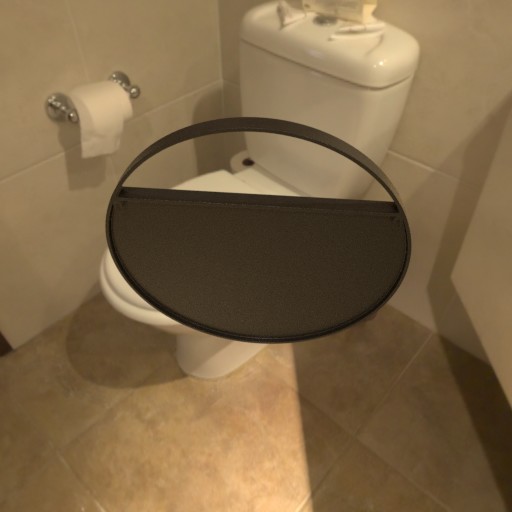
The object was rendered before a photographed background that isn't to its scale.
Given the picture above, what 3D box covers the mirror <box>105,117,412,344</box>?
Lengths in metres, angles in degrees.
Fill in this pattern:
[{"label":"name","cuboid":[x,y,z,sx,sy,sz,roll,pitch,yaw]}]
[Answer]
[{"label":"mirror","cuboid":[0.000,0.000,0.851,0.565,0.565,0.032,4,47,4]}]
